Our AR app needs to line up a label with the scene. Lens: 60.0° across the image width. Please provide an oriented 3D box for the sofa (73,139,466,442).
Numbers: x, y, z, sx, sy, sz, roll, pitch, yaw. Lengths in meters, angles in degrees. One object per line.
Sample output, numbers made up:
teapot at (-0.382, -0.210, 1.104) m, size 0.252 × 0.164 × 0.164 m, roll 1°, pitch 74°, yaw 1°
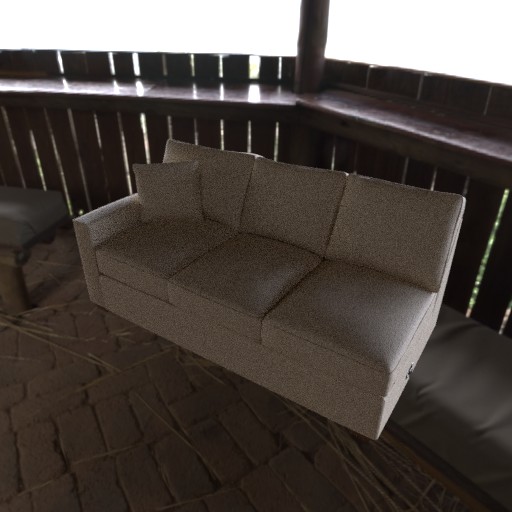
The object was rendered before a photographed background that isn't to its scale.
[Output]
sofa at (0.000, 0.000, 2.556) m, size 1.962 × 0.946 × 1.034 m, roll 18°, pitch 34°, yaw 29°
